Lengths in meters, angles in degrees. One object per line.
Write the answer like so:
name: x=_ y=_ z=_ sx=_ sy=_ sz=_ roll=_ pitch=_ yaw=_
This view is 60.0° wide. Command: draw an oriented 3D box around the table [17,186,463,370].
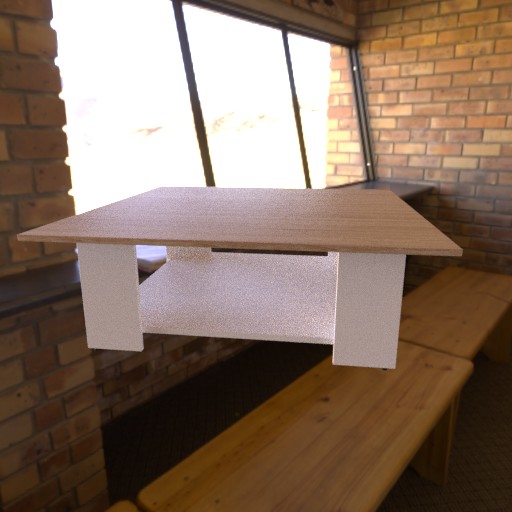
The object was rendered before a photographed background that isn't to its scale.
table: x=0.000 y=0.000 z=1.337 sx=0.890 sy=0.305 sz=0.890 roll=2 pitch=16 yaw=8
